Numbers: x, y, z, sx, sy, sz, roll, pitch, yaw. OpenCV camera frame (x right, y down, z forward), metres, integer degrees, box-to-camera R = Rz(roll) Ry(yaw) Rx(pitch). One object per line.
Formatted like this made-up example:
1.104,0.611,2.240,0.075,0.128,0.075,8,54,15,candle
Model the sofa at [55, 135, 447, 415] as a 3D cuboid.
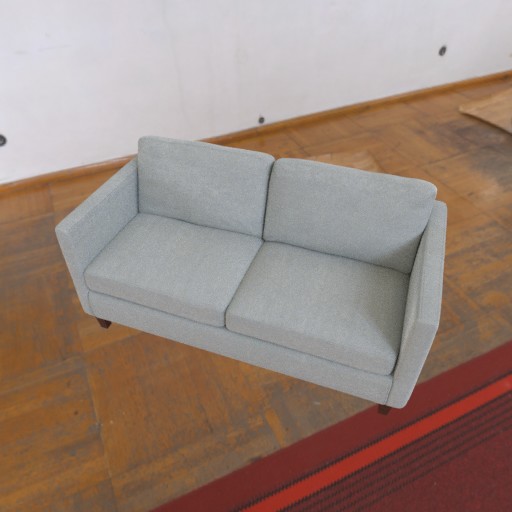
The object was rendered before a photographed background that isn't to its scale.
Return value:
0.000,0.000,2.480,1.884,0.963,0.950,13,43,15,sofa
